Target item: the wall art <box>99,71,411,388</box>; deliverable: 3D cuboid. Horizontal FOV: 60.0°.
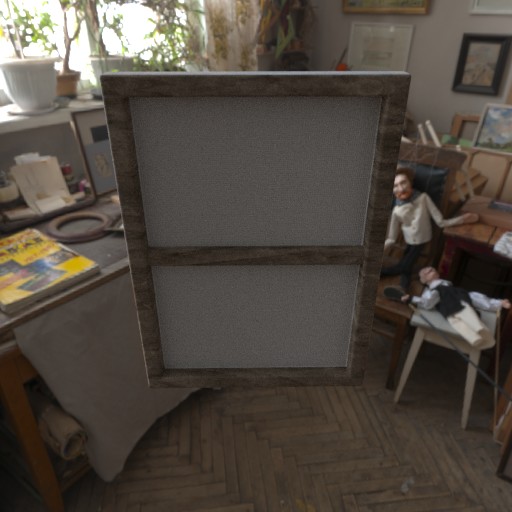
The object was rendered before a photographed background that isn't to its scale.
[{"bbox_3d":[0.000,0.000,0.787,0.443,0.605,0.035,0,29,-1],"label":"wall art"}]
